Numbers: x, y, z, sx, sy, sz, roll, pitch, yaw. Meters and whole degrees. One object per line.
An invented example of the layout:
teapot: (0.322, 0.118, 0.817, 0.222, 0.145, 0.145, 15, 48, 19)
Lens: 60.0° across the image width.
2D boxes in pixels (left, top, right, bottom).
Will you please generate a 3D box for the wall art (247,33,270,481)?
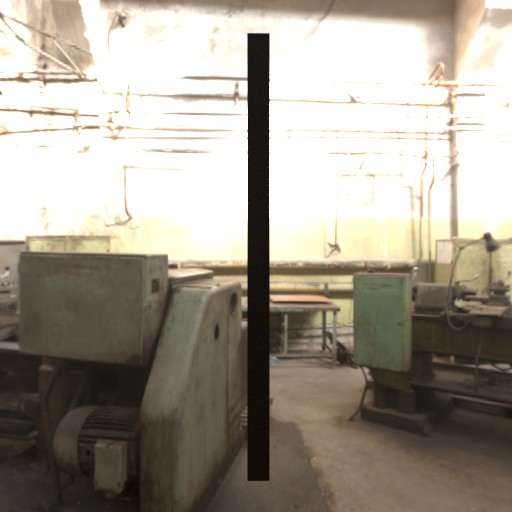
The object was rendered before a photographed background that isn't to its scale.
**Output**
wall art: (0.000, 0.000, 1.134, 0.038, 0.762, 0.762, 0, 1, -1)
